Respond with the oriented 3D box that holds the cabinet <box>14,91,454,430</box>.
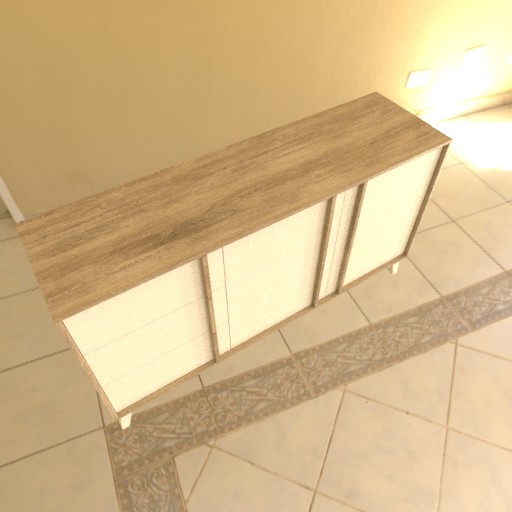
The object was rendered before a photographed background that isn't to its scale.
[{"bbox_3d":[0.000,0.000,1.945,1.600,0.870,0.450,-26,53,-21],"label":"cabinet"}]
